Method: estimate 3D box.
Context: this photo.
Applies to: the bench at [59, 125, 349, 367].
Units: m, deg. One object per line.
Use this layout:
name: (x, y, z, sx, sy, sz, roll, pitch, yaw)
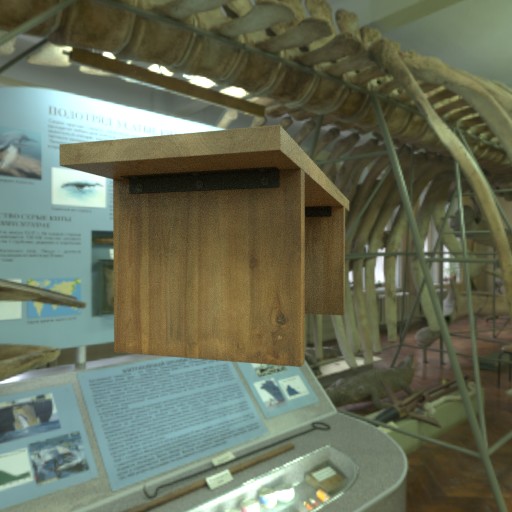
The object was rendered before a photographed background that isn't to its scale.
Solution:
bench: (0.000, 0.000, 1.390, 0.458, 0.458, 1.183, 0, 1, 17)
